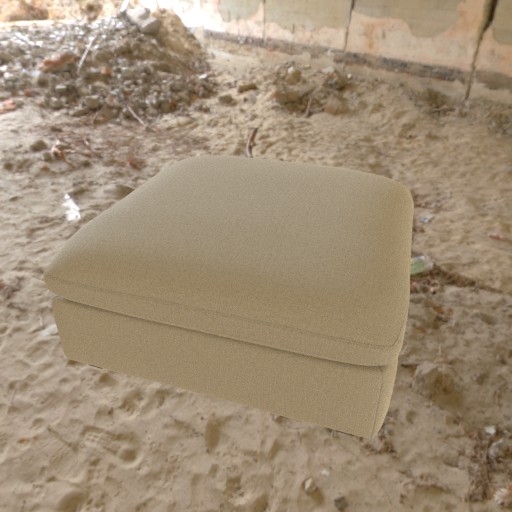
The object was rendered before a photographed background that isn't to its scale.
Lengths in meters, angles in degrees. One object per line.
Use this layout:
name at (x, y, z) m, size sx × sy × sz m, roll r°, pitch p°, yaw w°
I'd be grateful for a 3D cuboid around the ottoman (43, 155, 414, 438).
ottoman at (0.000, 0.000, 1.531) m, size 0.996 × 0.467 × 0.977 m, roll 10°, pitch 33°, yaw 15°
